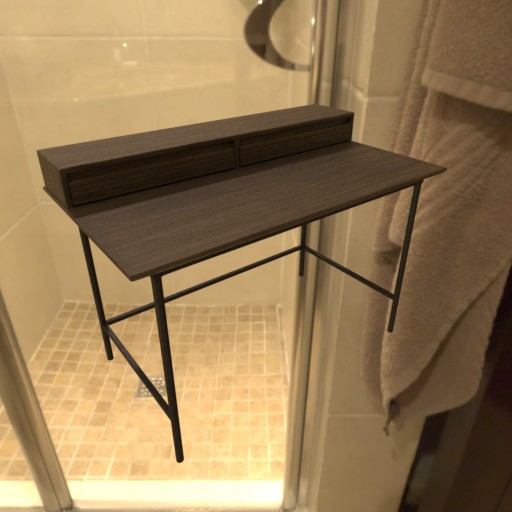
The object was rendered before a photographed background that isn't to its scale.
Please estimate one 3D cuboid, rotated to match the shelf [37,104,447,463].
[{"bbox_3d":[0.000,0.000,1.670,1.212,0.865,0.685,-21,36,-32],"label":"shelf"}]
